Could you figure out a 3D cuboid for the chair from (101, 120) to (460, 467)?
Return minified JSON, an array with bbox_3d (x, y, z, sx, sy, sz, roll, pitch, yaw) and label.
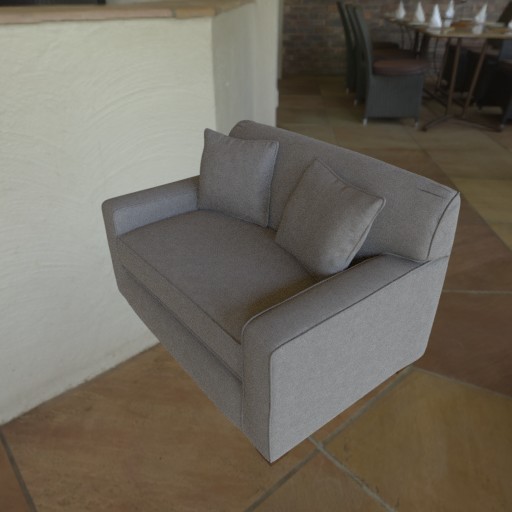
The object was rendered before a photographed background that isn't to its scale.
[{"bbox_3d":[0.000,0.000,2.098,0.992,0.953,1.395,-22,37,-32],"label":"chair"}]
